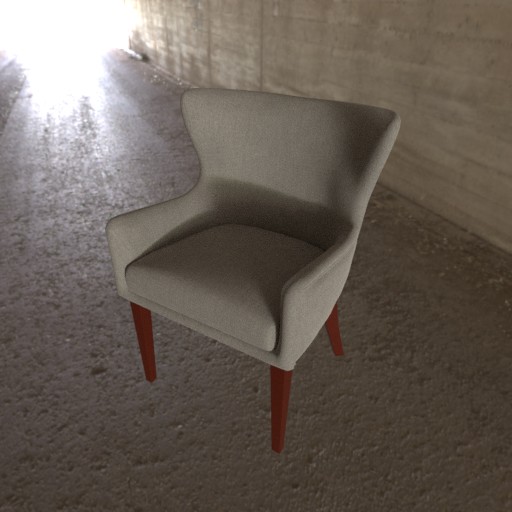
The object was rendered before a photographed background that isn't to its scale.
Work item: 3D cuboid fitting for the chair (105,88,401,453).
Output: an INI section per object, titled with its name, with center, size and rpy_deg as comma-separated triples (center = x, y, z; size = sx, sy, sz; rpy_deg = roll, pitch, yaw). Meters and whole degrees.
[chair]
center = 0.000, 0.000, 1.459
size = 0.732, 0.948, 0.677
rpy_deg = 18, 35, 28
